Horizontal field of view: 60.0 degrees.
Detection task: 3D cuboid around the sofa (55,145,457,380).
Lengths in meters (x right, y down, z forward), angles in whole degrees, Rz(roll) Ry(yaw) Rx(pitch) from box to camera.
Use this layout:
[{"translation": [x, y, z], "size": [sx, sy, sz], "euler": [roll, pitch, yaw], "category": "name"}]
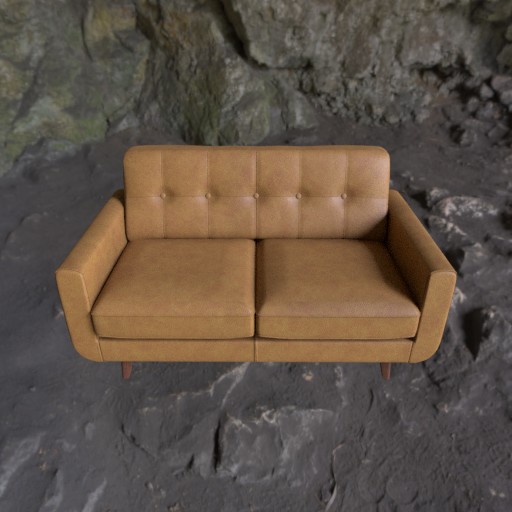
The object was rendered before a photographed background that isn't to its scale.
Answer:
[{"translation": [0.000, 0.000, 2.264], "size": [1.651, 0.925, 0.952], "euler": [0, 30, 0], "category": "sofa"}]
